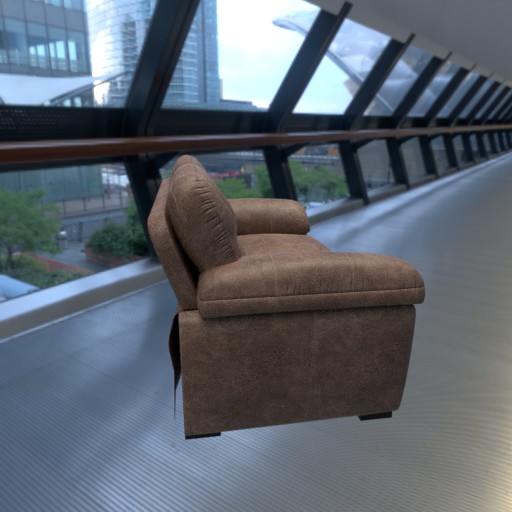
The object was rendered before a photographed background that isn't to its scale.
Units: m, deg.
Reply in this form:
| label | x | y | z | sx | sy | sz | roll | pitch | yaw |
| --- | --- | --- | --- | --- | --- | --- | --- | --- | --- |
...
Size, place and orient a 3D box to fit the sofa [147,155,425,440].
| label | x | y | z | sx | sy | sz | roll | pitch | yaw |
| --- | --- | --- | --- | --- | --- | --- | --- | --- | --- |
| sofa | 0.000 | 0.000 | 2.350 | 0.991 | 0.991 | 1.753 | -3 | 16 | -9 |
